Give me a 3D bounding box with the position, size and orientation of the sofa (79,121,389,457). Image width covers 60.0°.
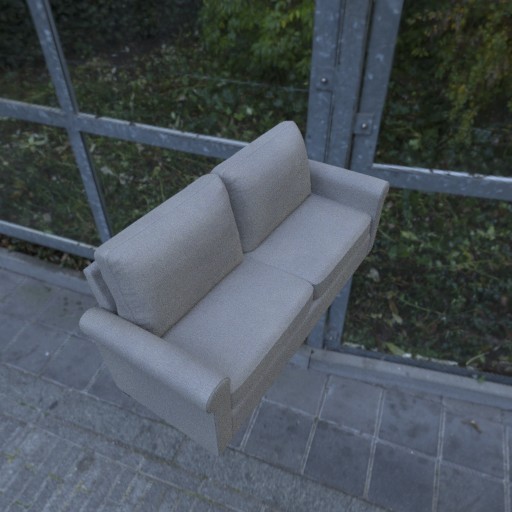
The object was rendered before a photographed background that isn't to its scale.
[{"bbox_3d":[0.000,0.000,2.570,0.842,0.942,1.935,24,46,25],"label":"sofa"}]
